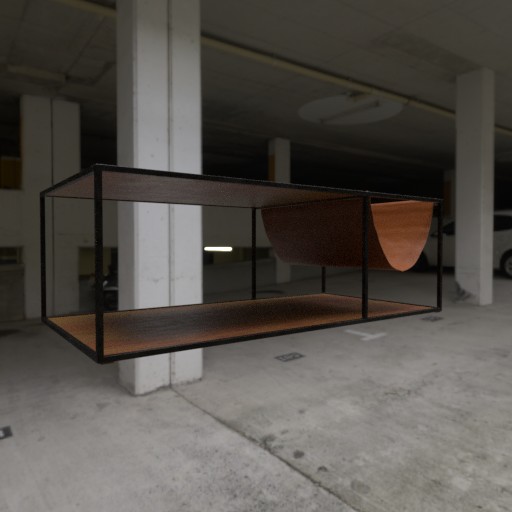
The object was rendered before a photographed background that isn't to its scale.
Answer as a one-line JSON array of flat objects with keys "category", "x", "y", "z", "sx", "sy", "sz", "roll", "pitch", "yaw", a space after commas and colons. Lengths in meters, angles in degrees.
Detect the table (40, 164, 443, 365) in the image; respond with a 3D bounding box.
[{"category": "table", "x": 0.000, "y": 0.000, "z": 1.465, "sx": 1.199, "sy": 0.403, "sz": 0.597, "roll": -1, "pitch": 2, "yaw": -36}]
